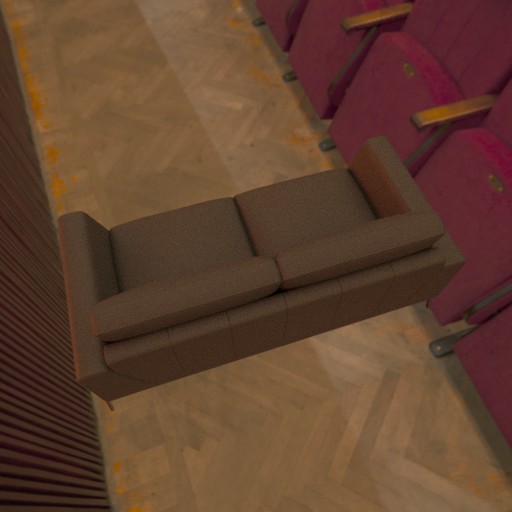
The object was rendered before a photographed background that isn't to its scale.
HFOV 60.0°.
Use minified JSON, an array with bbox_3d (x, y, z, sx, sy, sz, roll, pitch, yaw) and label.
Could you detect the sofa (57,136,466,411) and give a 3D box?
[{"bbox_3d":[0.000,0.000,2.503,2.017,0.875,0.953,-16,61,-9],"label":"sofa"}]
